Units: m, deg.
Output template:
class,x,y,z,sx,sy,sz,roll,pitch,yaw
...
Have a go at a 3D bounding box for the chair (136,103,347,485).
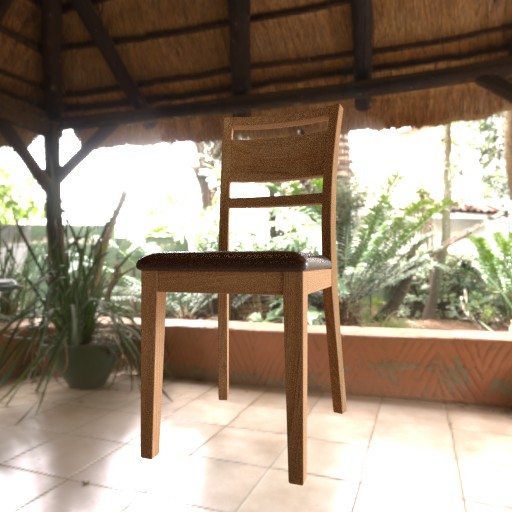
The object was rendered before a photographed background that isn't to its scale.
class,x,y,z,sx,sy,sz,roll,pitch,yaw
chair,0.000,0.000,1.207,0.420,0.940,0.545,0,-1,20
